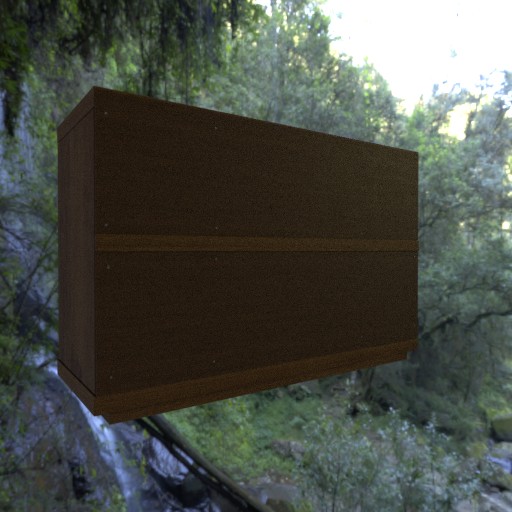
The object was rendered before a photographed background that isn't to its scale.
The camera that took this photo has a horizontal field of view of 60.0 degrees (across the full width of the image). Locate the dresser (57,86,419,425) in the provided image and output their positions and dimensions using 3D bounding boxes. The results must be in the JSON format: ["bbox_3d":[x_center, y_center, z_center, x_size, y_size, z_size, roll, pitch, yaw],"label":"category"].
[{"bbox_3d":[0.000,0.000,1.605,1.261,0.825,0.479,0,1,-35],"label":"dresser"}]
